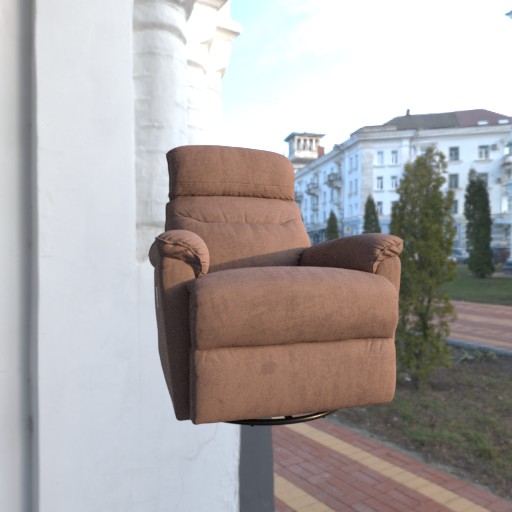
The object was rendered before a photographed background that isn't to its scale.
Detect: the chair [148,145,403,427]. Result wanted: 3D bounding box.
[{"bbox_3d":[0.000,0.000,1.731,0.820,1.037,1.004,0,1,-17],"label":"chair"}]
